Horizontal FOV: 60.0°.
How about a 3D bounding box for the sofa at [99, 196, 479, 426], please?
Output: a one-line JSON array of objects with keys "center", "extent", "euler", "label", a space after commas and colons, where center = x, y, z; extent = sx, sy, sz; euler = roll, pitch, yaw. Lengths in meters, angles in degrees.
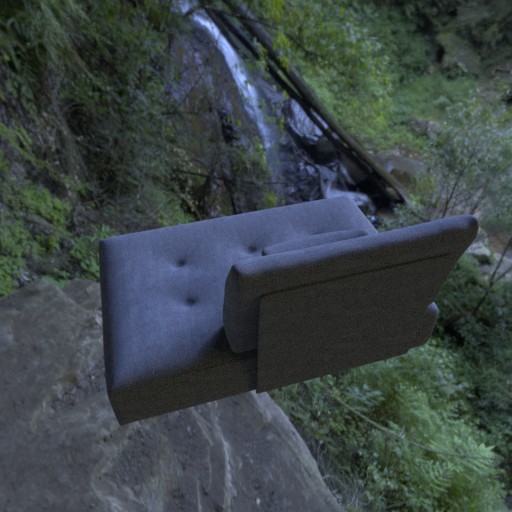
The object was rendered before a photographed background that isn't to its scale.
[{"center": [0.000, 0.000, 2.019], "extent": [1.450, 0.820, 1.002], "euler": [-11, 43, -12], "label": "sofa"}]
